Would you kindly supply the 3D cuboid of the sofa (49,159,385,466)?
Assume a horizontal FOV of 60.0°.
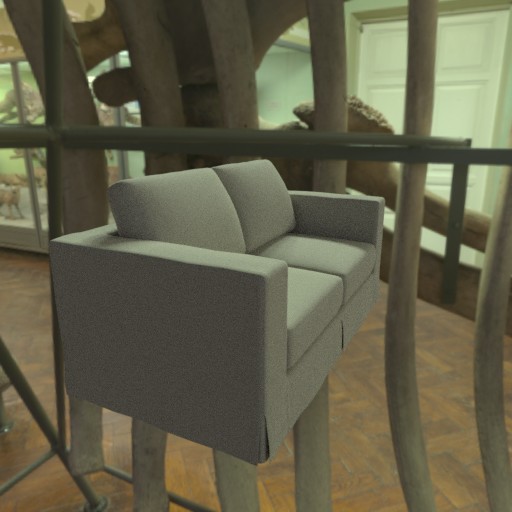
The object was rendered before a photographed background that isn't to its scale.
[{"bbox_3d":[0.000,0.000,2.391,1.009,0.932,1.813,8,18,26],"label":"sofa"}]
